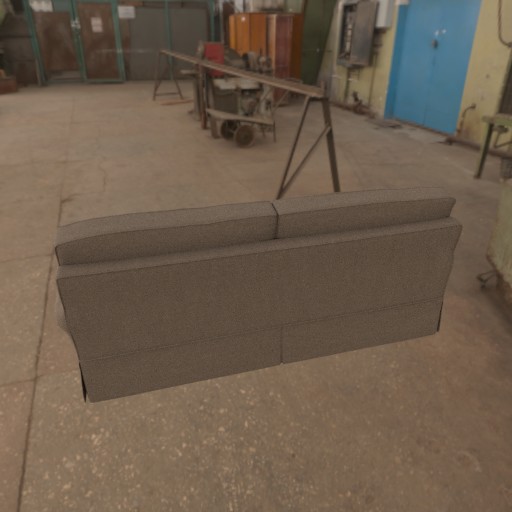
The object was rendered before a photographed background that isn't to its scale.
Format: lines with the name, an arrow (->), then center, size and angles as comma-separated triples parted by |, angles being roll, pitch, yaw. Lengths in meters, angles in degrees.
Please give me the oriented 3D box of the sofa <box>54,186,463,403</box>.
sofa -> 0.000, 0.000, 2.743 | 2.248, 0.943, 0.991 | -8, 28, -14
